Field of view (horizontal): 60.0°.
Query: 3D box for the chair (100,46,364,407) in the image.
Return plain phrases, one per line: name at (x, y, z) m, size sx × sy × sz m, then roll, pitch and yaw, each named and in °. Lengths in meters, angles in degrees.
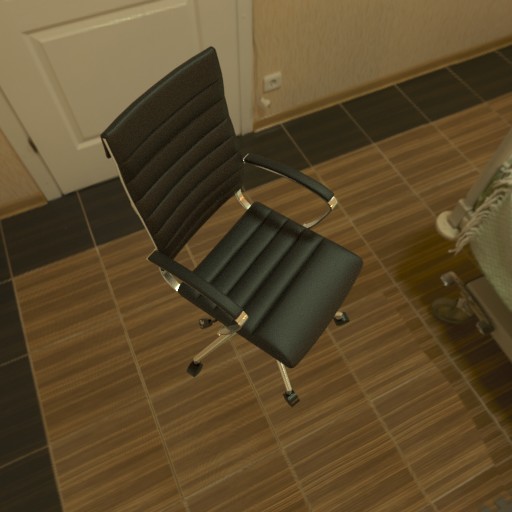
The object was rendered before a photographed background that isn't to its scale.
chair at (0.000, 0.000, 1.577) m, size 0.739 × 1.149 × 0.766 m, roll 31°, pitch 64°, yaw 17°
